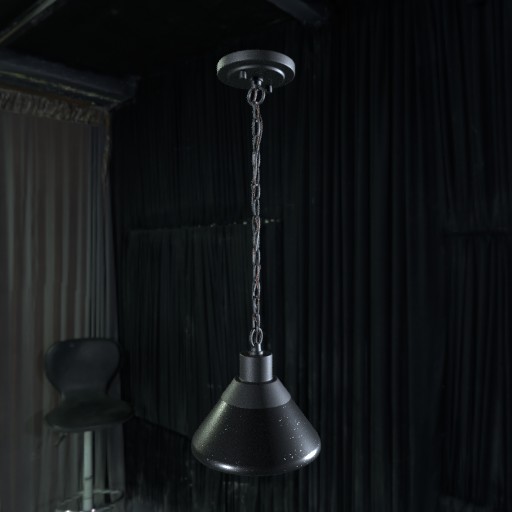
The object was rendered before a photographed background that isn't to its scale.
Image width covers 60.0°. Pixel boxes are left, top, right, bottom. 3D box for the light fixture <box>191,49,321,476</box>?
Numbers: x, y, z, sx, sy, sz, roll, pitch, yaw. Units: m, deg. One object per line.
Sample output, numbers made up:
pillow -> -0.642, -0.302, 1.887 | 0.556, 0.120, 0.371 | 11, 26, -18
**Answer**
light fixture -> 0.000, 0.000, 0.692 | 0.201, 0.588, 0.201 | 0, 1, 35
